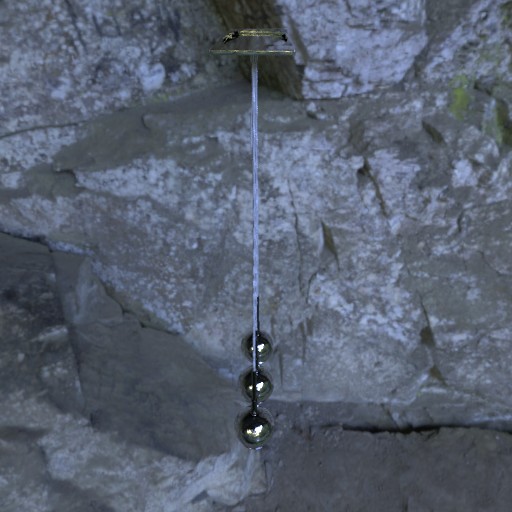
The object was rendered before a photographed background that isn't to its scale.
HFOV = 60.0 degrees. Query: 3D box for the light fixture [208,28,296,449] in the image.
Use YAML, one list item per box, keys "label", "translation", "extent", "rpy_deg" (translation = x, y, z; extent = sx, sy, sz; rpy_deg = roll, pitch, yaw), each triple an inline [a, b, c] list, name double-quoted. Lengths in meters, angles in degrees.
- label: "light fixture"
  translation: [0.000, 0.000, 1.585]
  extent: [0.188, 1.408, 0.623]
  rpy_deg: [1, 31, 1]
